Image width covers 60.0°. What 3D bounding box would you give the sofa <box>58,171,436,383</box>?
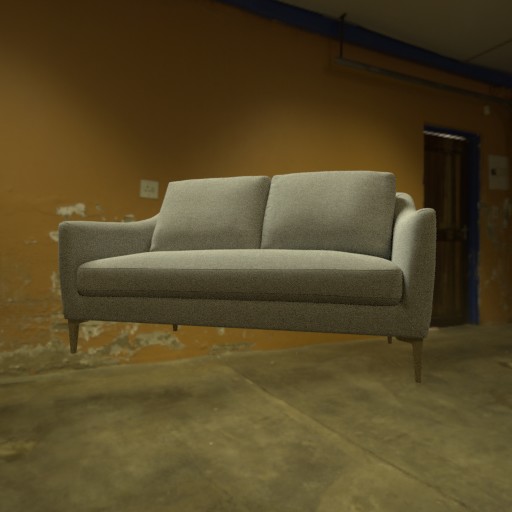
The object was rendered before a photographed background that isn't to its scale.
[{"bbox_3d":[0.000,0.000,2.205,1.619,0.904,0.960,0,-1,19],"label":"sofa"}]
